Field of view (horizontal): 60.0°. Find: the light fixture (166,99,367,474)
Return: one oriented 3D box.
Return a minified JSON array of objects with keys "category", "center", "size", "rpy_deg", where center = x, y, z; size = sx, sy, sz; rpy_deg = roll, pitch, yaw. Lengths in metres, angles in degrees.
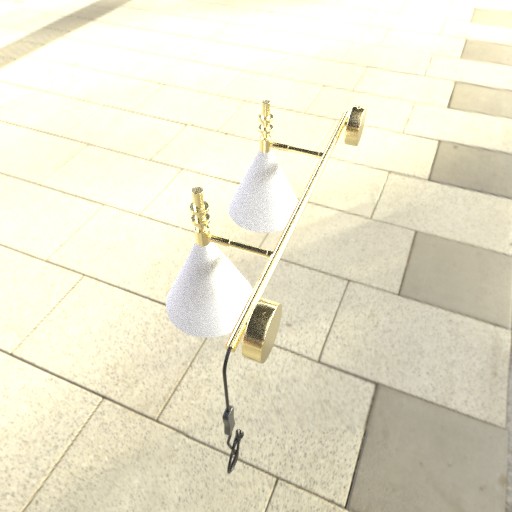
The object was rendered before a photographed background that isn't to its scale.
[{"category":"light fixture","center":[0.000,0.000,0.851],"size":[0.239,0.468,0.642],"rpy_deg":[16,48,15]}]
